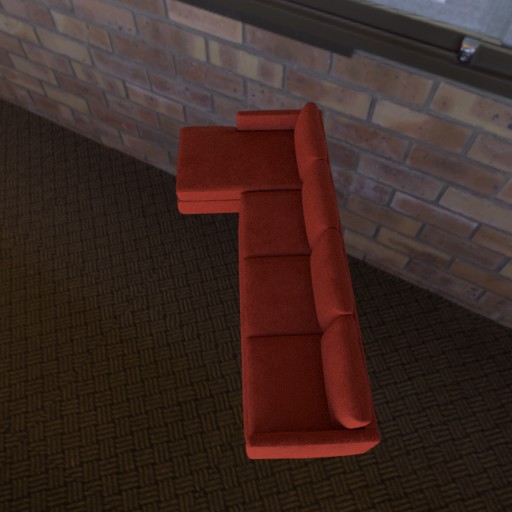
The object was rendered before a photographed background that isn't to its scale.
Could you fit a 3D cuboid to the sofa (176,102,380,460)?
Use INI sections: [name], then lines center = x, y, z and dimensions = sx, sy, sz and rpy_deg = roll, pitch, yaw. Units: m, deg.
[sofa]
center = 0.000, 0.000, 2.948
dimensions = 1.136, 0.663, 2.467
rpy_deg = -2, 59, -1
